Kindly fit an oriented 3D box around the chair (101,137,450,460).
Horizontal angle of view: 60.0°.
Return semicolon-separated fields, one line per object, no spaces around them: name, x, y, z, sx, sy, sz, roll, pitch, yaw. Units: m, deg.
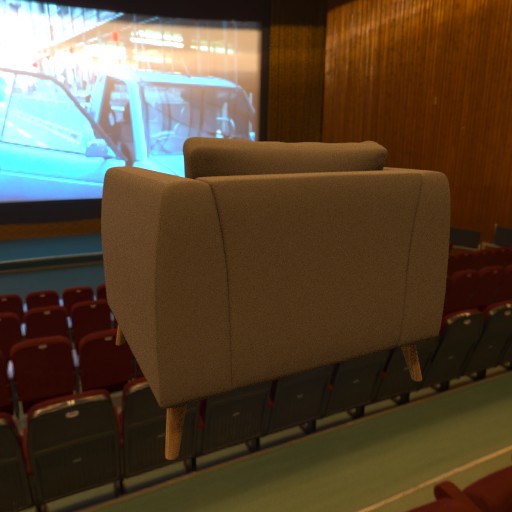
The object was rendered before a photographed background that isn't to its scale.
chair;0.000;0.000;1.673;1.000;0.860;0.930;-7;16;-26
